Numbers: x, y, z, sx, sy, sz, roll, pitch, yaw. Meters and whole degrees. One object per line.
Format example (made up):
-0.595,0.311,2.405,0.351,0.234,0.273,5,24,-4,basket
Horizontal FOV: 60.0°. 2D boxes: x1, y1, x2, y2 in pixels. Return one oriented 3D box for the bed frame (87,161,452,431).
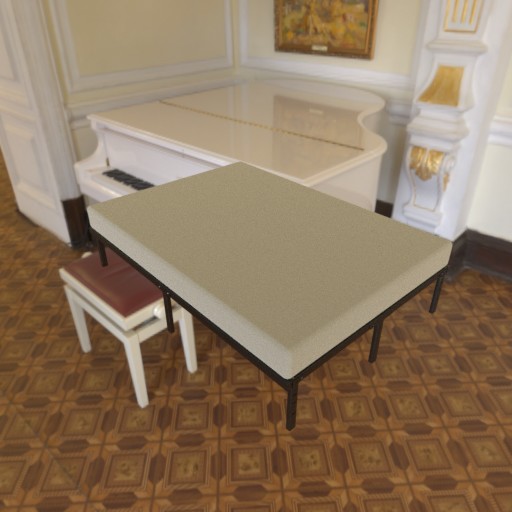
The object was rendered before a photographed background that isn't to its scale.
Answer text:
0.000,0.000,3.964,2.205,0.680,2.842,-20,36,-29,bed frame
